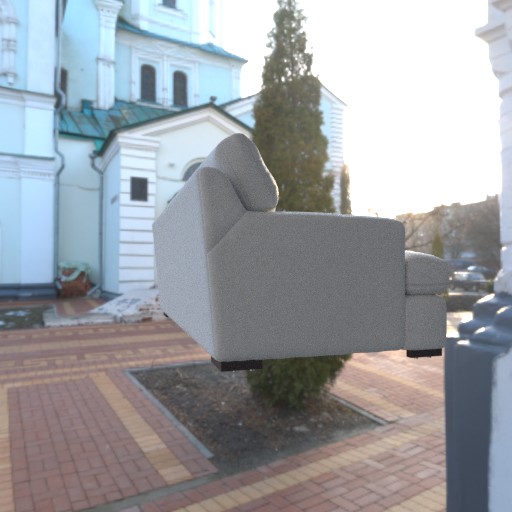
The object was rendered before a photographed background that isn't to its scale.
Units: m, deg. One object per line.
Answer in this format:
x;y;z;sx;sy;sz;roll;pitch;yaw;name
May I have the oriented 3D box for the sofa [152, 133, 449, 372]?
0.000;0.000;2.825;1.143;0.940;2.261;0;-2;-18;sofa
